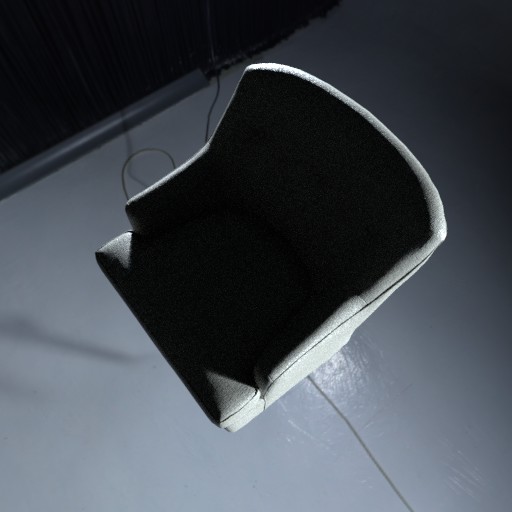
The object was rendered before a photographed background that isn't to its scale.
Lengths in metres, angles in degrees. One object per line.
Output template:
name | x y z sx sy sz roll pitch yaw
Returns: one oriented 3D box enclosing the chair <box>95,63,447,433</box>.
chair | 0.000 0.000 1.592 0.923 0.856 0.864 -36 68 -17
